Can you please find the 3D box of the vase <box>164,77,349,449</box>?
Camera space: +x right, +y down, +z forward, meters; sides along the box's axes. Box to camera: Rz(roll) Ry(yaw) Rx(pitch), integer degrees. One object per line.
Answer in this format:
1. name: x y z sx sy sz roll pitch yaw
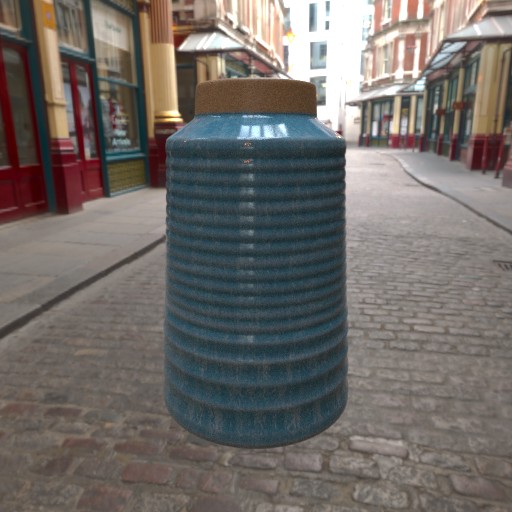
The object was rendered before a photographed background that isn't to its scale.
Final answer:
1. vase: 0.000 0.000 0.369 0.163 0.267 0.163 0 15 0
